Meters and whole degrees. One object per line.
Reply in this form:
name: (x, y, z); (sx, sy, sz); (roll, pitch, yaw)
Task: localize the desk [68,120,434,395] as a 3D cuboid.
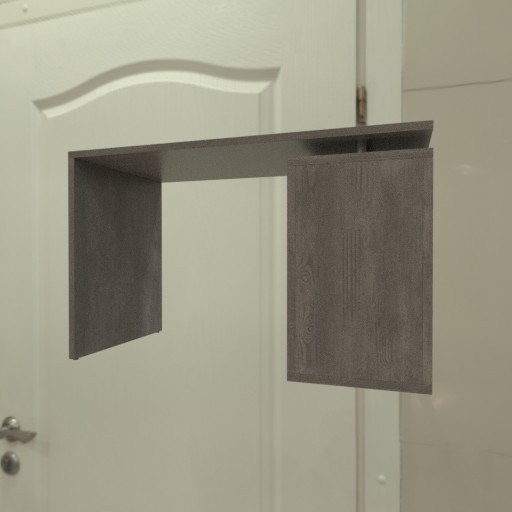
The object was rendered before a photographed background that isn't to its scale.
desk: (0.000, 0.000, 1.665); (1.200, 0.740, 0.600); (0, 1, 18)
